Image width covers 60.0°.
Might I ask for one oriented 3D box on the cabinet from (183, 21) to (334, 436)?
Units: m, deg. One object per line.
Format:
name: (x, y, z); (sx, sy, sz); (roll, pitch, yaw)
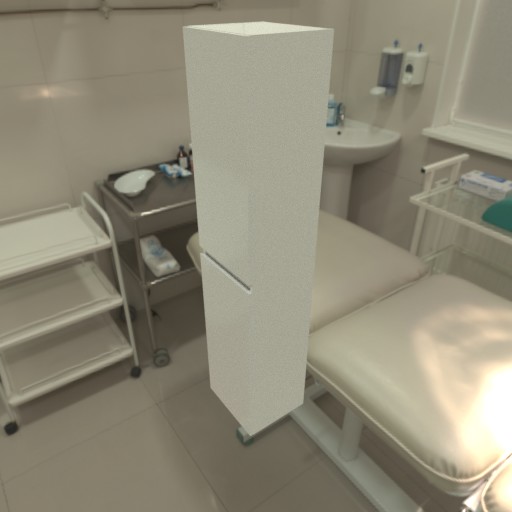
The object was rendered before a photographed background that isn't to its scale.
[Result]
cabinet: (0.000, 0.000, 1.523); (0.270, 1.400, 0.300); (-21, 37, -30)
